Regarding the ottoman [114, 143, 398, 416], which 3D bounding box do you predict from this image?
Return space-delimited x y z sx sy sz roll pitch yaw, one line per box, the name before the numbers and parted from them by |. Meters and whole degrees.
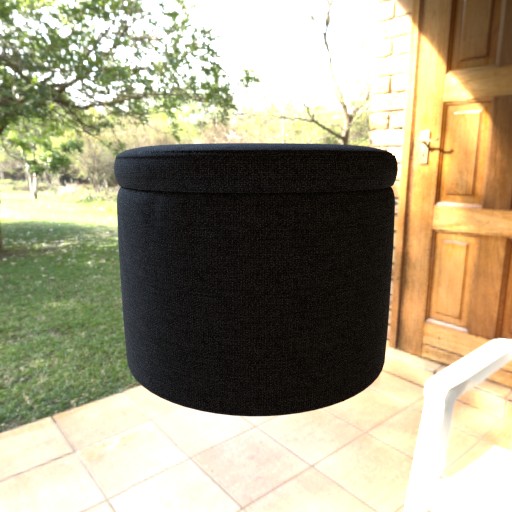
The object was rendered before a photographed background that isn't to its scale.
ottoman | 0.000 0.000 0.883 0.520 0.430 0.520 0 12 0
